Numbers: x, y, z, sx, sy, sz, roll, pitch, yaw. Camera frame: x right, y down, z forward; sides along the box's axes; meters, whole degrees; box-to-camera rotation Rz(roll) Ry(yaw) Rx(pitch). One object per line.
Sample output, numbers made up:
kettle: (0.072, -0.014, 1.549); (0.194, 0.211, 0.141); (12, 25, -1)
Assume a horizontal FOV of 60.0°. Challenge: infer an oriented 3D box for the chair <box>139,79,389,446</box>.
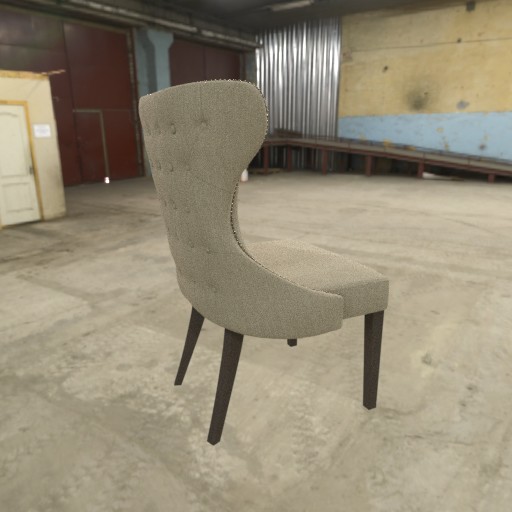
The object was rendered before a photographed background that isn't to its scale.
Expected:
chair: (0.000, 0.000, 1.385); (0.635, 0.967, 0.628); (-8, 18, -26)
